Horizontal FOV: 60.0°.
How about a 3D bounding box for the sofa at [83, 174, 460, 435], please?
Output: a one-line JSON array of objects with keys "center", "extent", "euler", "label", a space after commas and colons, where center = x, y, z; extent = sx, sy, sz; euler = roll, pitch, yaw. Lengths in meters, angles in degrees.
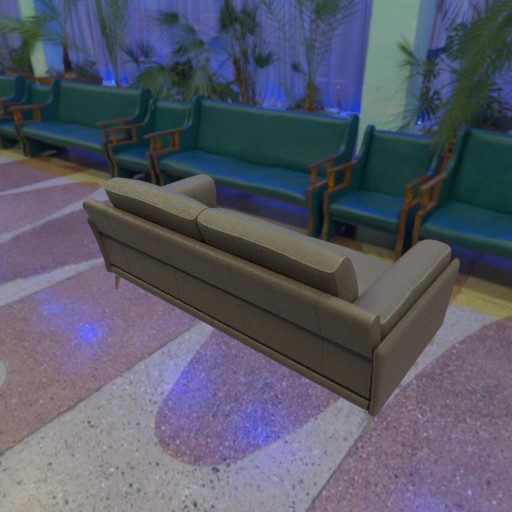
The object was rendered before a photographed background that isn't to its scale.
[{"center": [0.000, 0.000, 2.732], "extent": [2.101, 0.930, 1.049], "euler": [21, 35, 34], "label": "sofa"}]
